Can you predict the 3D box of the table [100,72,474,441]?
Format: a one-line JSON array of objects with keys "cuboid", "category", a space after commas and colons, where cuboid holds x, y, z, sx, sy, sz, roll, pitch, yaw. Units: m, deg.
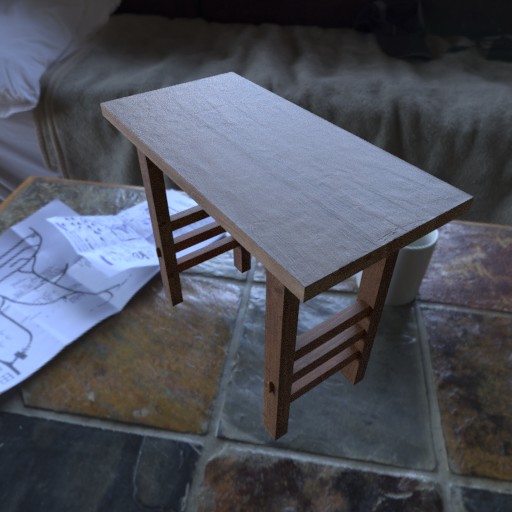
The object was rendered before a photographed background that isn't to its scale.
[{"cuboid": [0.000, 0.000, 1.640, 0.556, 0.914, 1.119, -25, 47, -26], "category": "table"}]
